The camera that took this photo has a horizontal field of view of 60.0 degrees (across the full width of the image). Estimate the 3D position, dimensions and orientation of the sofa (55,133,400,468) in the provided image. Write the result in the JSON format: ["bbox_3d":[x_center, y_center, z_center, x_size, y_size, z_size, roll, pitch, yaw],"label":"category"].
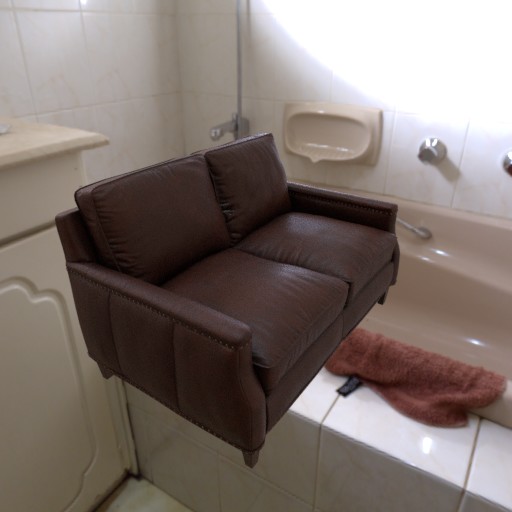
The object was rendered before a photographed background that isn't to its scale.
[{"bbox_3d":[0.000,0.000,2.326,1.083,1.003,1.628,17,32,31],"label":"sofa"}]
